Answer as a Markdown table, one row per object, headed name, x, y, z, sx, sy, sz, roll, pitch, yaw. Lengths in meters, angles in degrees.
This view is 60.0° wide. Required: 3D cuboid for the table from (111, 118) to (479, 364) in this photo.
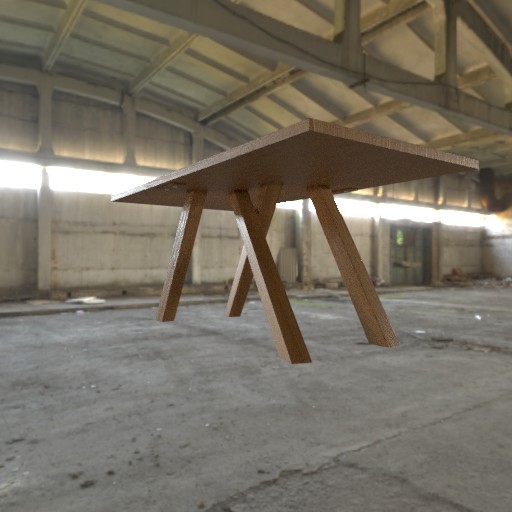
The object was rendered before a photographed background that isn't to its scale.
| name | x | y | z | sx | sy | sz | roll | pitch | yaw |
| --- | --- | --- | --- | --- | --- | --- | --- | --- | --- |
| table | 0.000 | 0.000 | 2.233 | 0.901 | 0.750 | 1.797 | 1 | -1 | -35 |
